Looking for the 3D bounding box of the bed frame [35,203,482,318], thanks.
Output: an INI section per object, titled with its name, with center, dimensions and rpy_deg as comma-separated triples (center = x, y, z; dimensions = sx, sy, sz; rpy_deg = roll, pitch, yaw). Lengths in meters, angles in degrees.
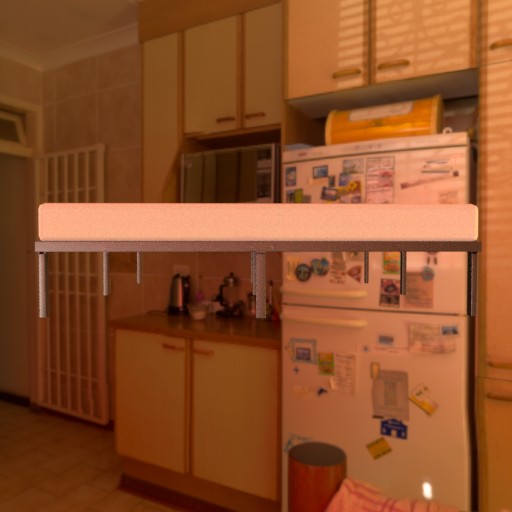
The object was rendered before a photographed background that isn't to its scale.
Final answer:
[bed frame]
center = 0.000, 0.000, 3.859
dimensions = 2.635, 0.680, 2.526
rpy_deg = 0, 1, -1
